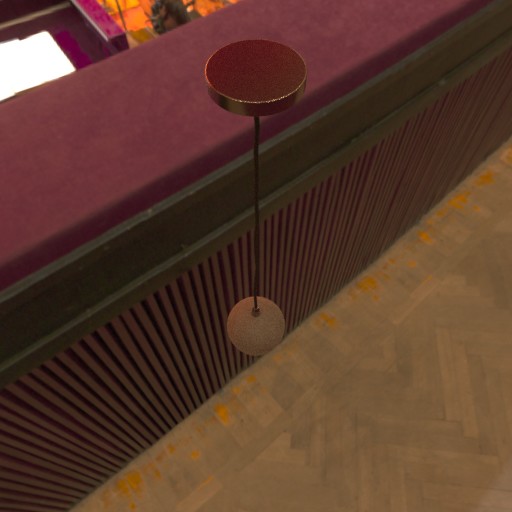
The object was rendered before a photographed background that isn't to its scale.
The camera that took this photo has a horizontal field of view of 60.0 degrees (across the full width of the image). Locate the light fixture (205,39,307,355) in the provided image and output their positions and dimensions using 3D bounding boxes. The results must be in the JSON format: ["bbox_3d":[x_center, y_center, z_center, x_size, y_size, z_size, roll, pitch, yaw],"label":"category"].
[{"bbox_3d":[0.000,0.000,0.803,0.139,0.764,0.139,-33,64,-19],"label":"light fixture"}]
